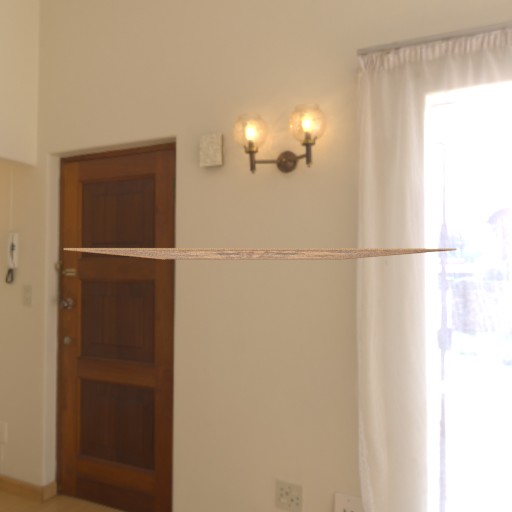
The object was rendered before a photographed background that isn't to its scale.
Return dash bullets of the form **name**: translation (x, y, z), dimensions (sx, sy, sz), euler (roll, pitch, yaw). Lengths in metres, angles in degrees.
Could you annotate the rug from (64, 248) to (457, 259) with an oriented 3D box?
- **rug**: translation (0.000, 0.000, 2.922), dimensions (1.611, 0.008, 2.227), euler (0, -1, -1)
